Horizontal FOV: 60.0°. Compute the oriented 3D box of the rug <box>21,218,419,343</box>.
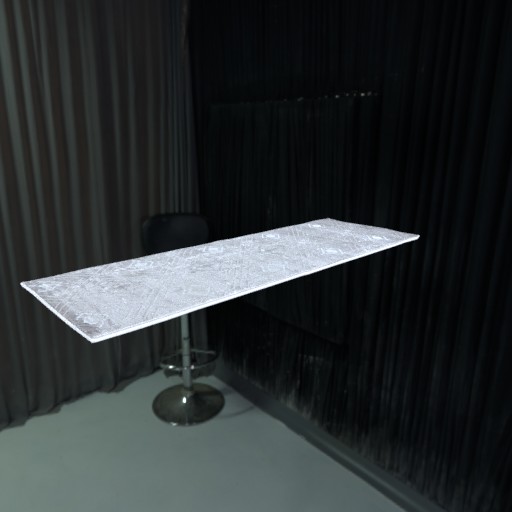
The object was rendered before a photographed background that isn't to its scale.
[{"bbox_3d":[0.000,0.000,2.650,2.381,0.035,0.832,-14,21,-41],"label":"rug"}]
